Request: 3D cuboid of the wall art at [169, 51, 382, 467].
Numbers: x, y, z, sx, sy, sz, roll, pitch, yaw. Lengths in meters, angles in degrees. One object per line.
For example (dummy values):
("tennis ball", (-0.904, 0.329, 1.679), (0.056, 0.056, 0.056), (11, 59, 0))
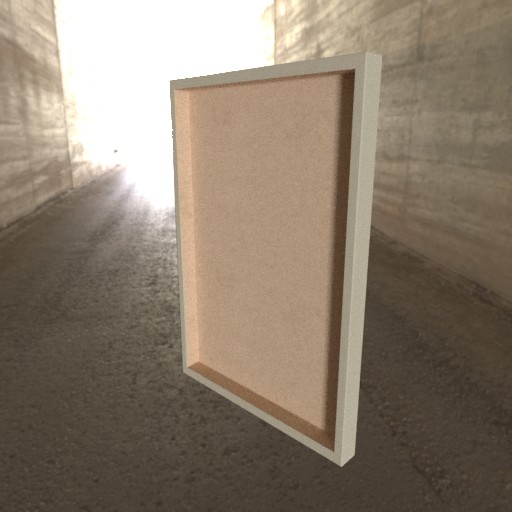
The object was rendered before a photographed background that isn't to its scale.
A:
("wall art", (0.000, 0.000, 0.779), (0.418, 0.608, 0.038), (14, 21, 42))
